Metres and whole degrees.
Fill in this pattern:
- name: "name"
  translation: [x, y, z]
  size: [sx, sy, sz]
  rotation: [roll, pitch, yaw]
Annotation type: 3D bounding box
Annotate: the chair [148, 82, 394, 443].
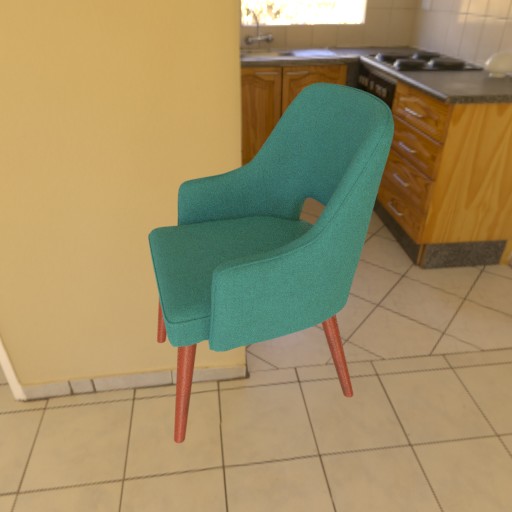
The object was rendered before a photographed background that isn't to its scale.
- name: "chair"
  translation: [0.000, 0.000, 1.252]
  size: [0.605, 0.849, 0.548]
  rotation: [-9, 33, -14]
